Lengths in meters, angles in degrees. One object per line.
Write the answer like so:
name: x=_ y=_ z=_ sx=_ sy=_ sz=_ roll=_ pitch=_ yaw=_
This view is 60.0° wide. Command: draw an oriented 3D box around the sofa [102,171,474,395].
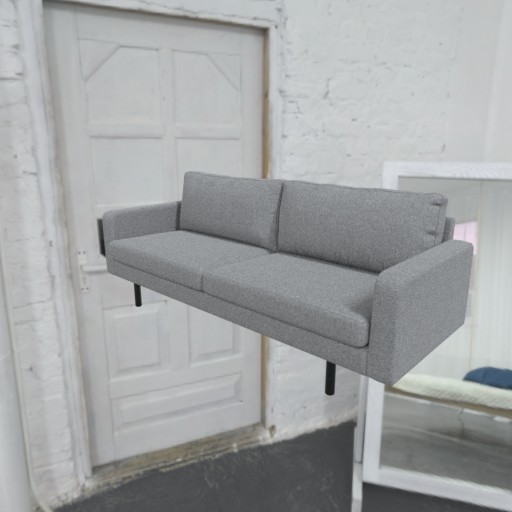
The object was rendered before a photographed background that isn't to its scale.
sofa: x=0.000 y=0.000 z=2.686 sx=2.200 sy=0.880 sz=0.880 roll=14 pitch=21 yaw=41
